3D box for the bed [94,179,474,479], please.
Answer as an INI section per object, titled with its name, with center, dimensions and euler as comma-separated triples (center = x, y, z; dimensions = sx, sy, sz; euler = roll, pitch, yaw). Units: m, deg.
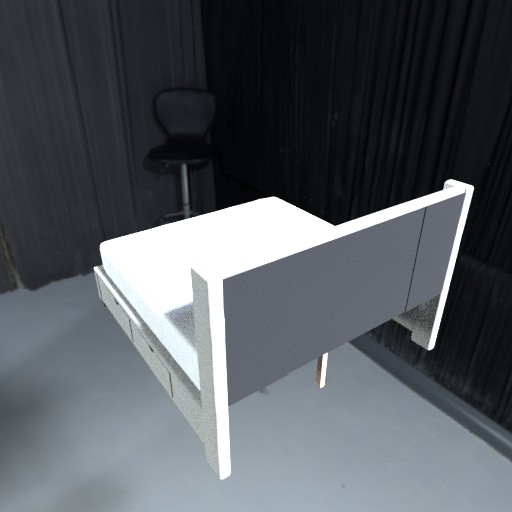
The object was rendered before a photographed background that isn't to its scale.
[bed]
center = 0.000, 0.000, 3.721
dimensions = 2.140, 1.470, 2.280
euler = -19, 34, -30
